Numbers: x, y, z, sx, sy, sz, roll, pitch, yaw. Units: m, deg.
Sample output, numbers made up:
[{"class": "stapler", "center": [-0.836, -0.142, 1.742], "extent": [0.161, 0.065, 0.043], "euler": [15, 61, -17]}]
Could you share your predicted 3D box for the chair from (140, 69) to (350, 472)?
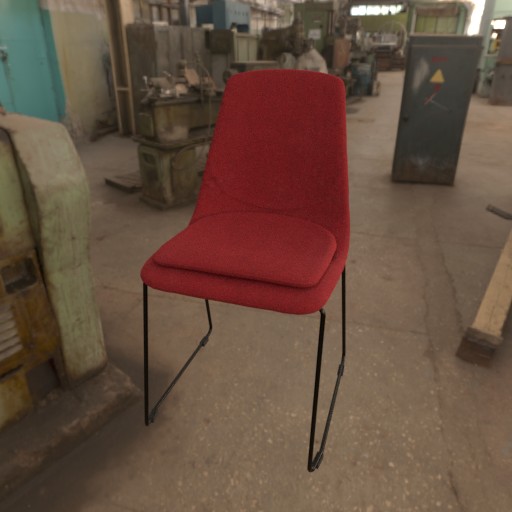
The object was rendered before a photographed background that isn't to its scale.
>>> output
[{"class": "chair", "center": [0.000, 0.000, 1.135], "extent": [0.479, 0.858, 0.518], "euler": [8, 27, 16]}]
